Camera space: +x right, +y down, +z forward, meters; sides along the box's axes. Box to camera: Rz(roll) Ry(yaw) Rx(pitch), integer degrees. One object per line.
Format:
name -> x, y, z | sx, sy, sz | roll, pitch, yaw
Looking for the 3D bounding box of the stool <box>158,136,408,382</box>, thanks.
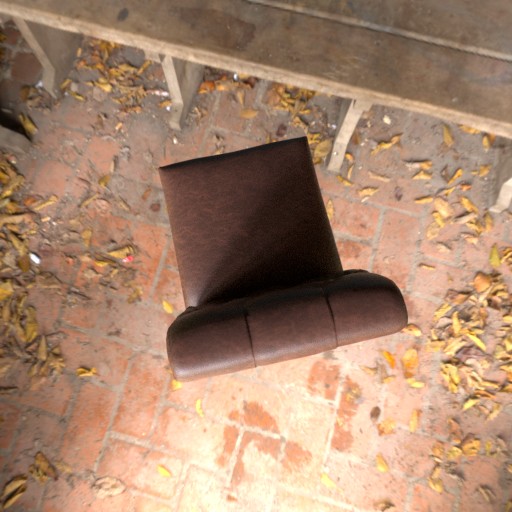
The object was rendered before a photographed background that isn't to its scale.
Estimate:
stool -> 0.000, 0.000, 1.407 | 0.486, 1.084, 0.660 | -13, 77, -3
